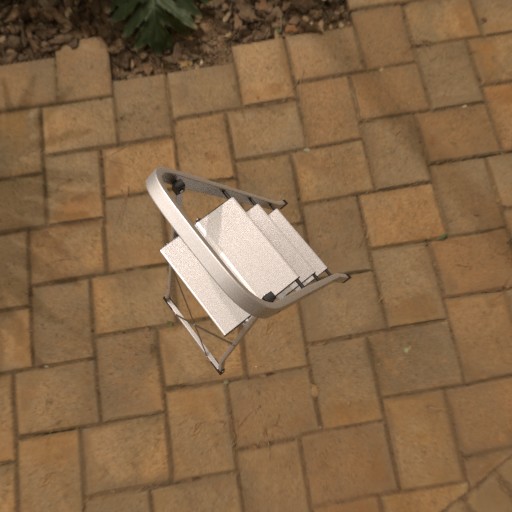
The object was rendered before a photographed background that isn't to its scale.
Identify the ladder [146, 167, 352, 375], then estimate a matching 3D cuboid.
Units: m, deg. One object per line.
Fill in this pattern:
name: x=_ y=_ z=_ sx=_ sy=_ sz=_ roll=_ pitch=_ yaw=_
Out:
ladder: x=0.000 y=0.000 z=1.419 sx=0.704 sy=1.070 sz=0.465 roll=-37 pitch=79 yaw=-9
